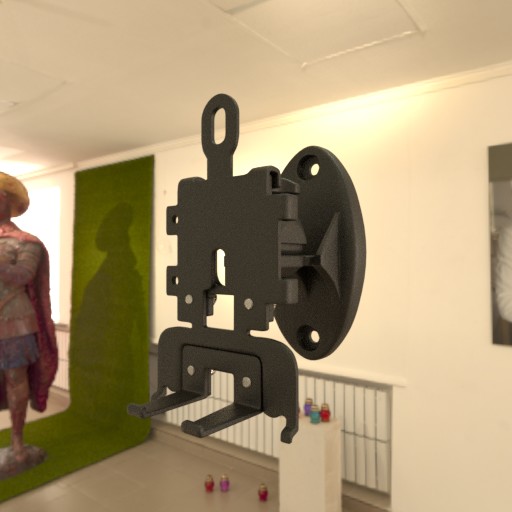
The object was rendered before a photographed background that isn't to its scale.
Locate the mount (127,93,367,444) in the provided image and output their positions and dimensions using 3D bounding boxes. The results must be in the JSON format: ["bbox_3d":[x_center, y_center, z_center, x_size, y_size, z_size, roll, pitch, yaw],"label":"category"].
[{"bbox_3d":[0.000,0.000,0.179,0.066,0.118,0.100,0,0,37],"label":"mount"}]
